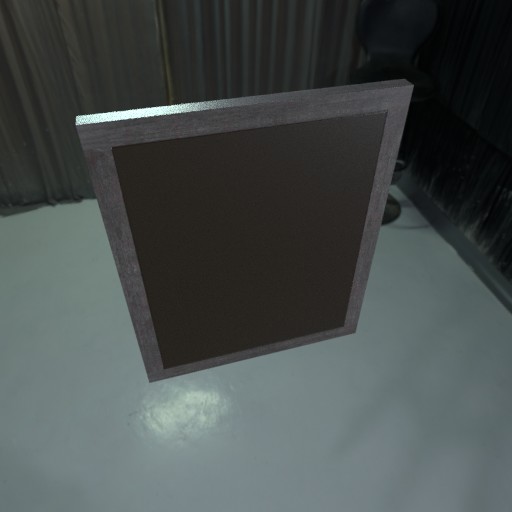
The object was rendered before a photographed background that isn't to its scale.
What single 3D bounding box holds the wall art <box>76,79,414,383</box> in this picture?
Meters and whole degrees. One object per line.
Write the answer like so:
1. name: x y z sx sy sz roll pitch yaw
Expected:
1. wall art: 0.000 0.000 0.808 0.479 0.580 0.027 -11 43 -12
